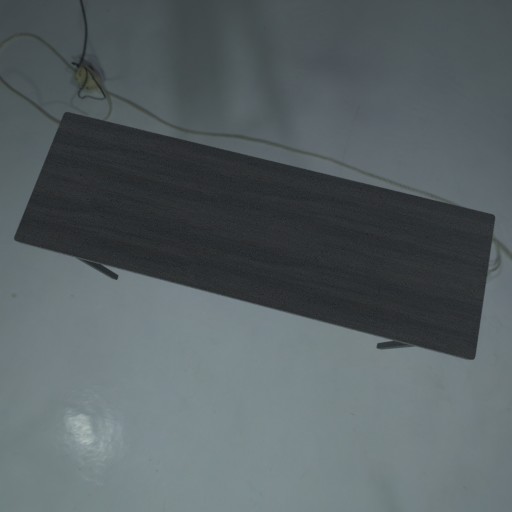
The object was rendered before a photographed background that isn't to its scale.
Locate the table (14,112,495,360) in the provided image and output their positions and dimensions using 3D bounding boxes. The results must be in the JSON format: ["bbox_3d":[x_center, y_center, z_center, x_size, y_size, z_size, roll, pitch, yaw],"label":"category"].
[{"bbox_3d":[0.000,0.000,1.711,1.399,0.750,0.449,14,77,3],"label":"table"}]
